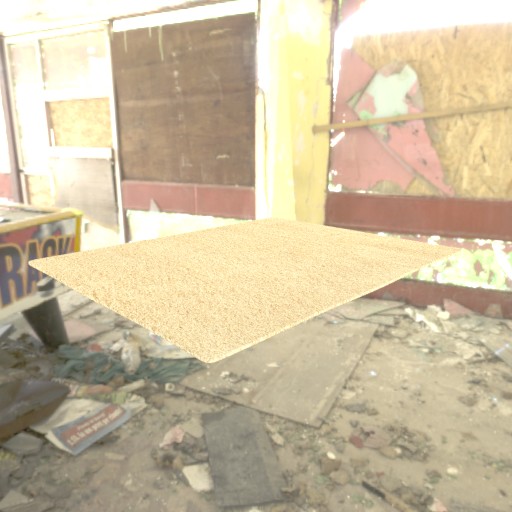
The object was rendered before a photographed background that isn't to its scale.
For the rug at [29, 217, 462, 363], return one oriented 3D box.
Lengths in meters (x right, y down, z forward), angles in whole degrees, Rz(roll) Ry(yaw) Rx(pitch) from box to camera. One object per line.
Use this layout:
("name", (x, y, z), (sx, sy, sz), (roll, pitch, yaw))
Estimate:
("rug", (0.000, 0.000, 3.878), (3.001, 0.025, 2.401), (-14, 21, -43))
